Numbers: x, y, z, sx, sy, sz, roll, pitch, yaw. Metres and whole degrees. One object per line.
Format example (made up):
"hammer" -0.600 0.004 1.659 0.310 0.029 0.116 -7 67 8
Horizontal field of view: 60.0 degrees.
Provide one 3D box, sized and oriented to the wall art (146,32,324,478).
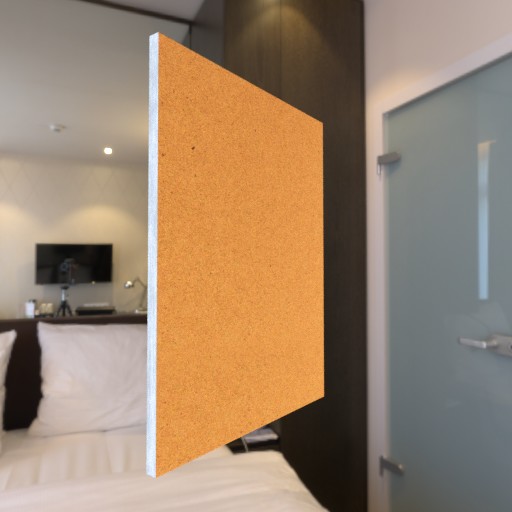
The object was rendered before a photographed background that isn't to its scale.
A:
"wall art" 0.000 0.000 0.807 0.020 0.613 0.481 -1 -2 37
